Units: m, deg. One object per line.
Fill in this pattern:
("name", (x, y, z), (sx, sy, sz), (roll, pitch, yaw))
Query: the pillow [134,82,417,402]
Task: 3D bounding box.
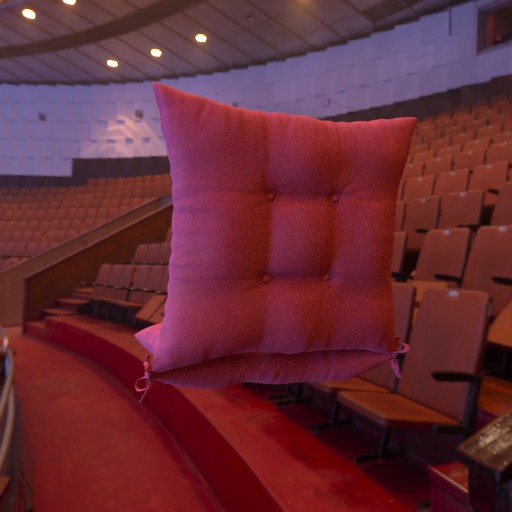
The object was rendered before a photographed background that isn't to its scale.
("pillow", (0.000, 0.000, 1.007), (0.541, 0.536, 0.585), (0, -1, -18))
